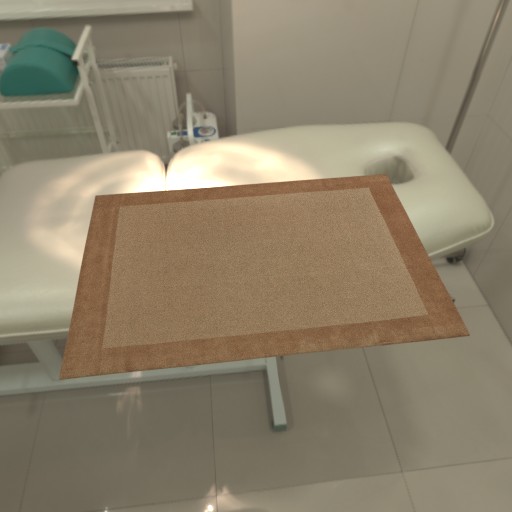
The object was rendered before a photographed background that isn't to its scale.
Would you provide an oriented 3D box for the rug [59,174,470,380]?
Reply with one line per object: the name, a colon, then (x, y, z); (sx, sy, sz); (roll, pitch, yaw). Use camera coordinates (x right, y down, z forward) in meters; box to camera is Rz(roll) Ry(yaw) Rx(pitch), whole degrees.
rug: (0.000, 0.000, 2.363); (1.829, 0.014, 1.219); (-5, 47, -5)
